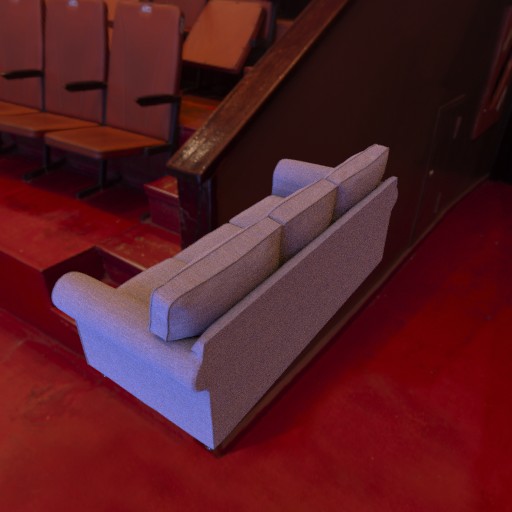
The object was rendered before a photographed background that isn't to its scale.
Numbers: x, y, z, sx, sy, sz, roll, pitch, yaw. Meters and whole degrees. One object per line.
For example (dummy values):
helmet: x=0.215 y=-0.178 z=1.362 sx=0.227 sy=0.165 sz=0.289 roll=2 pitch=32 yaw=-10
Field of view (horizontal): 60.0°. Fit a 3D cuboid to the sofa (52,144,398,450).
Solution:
sofa: x=0.000 y=0.000 z=2.625 sx=0.916 sy=0.961 sz=2.084 roll=21 pitch=38 yaw=29
